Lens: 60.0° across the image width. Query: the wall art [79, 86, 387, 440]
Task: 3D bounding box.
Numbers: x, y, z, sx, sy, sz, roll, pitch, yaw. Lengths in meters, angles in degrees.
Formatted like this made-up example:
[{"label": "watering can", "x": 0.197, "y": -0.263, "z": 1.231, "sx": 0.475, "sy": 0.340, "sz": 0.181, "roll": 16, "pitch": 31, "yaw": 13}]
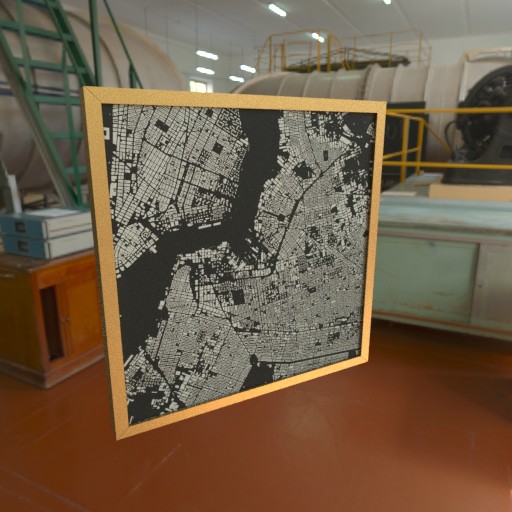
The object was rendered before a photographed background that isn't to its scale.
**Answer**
[{"label": "wall art", "x": 0.000, "y": 0.000, "z": 1.887, "sx": 1.284, "sy": 1.284, "sz": 0.095, "roll": -8, "pitch": 17, "yaw": -28}]
